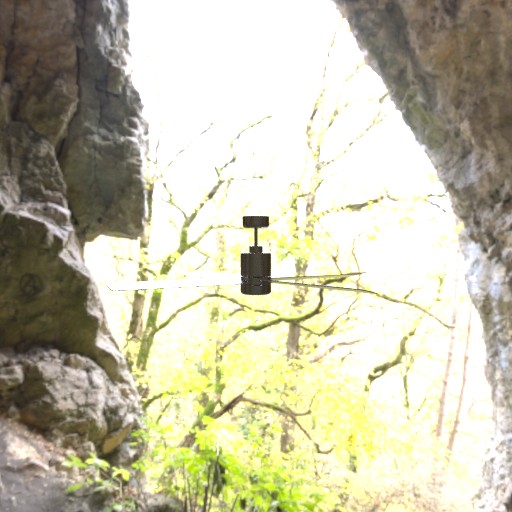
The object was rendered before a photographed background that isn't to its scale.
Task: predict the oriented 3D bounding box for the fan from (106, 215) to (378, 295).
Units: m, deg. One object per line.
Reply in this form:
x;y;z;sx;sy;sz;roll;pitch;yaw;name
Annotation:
0.000;0.000;2.000;1.322;0.355;1.322;-1;1;-35;fan
